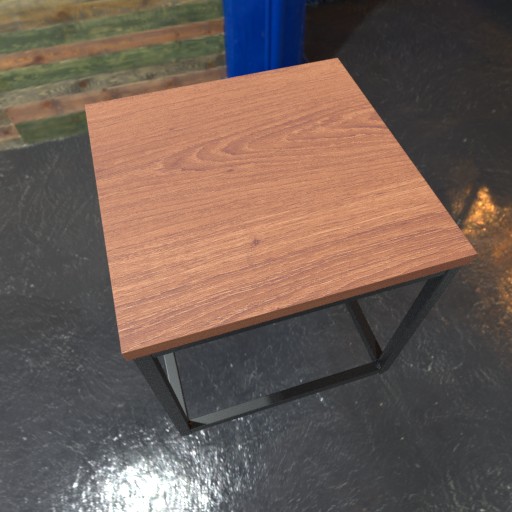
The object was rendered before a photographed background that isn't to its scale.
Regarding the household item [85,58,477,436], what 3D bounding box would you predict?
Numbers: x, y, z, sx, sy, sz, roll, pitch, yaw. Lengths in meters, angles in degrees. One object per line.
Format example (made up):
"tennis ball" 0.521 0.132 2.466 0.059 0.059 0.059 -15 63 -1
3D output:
"household item" 0.000 0.000 0.740 0.400 0.400 0.400 -14 57 -10
